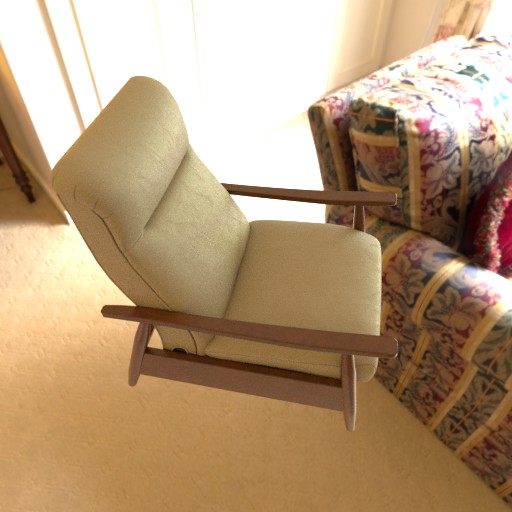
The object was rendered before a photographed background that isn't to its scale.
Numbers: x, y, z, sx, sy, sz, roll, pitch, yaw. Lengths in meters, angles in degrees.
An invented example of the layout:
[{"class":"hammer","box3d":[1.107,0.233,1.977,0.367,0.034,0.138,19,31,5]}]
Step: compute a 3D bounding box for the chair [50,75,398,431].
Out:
[{"class":"chair","box3d":[0.000,0.000,1.683,1.014,1.082,0.762,9,48,8]}]
